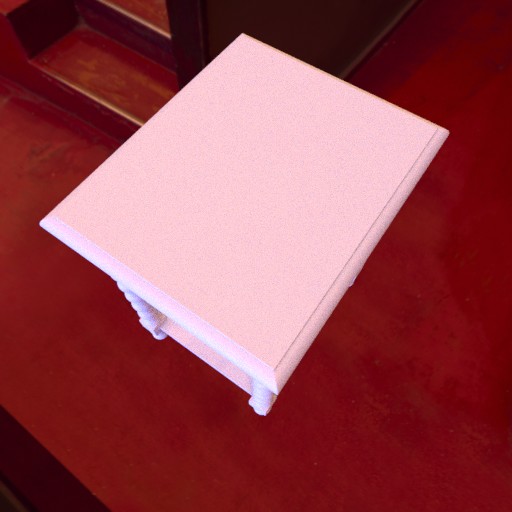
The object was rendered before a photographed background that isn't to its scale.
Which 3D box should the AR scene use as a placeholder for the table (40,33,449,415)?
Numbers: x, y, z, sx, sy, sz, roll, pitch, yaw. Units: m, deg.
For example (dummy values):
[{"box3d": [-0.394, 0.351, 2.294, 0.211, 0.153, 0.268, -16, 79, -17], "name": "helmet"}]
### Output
[{"box3d": [0.000, 0.000, 0.847, 0.381, 0.531, 0.460, 32, 68, 15], "name": "table"}]
